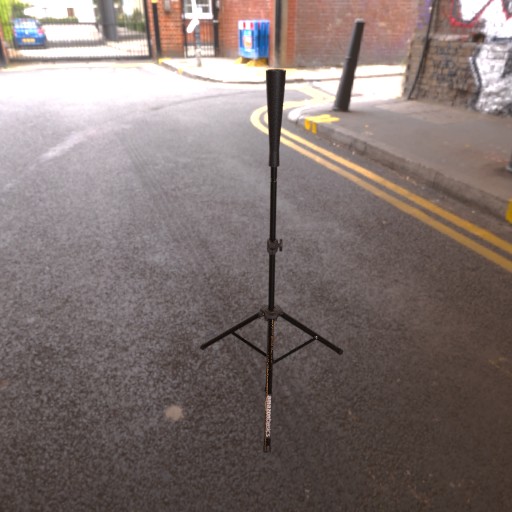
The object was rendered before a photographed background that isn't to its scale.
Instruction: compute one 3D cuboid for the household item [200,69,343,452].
[{"bbox_3d":[0.000,0.000,1.379,0.559,1.067,0.559,9,29,16],"label":"household item"}]
